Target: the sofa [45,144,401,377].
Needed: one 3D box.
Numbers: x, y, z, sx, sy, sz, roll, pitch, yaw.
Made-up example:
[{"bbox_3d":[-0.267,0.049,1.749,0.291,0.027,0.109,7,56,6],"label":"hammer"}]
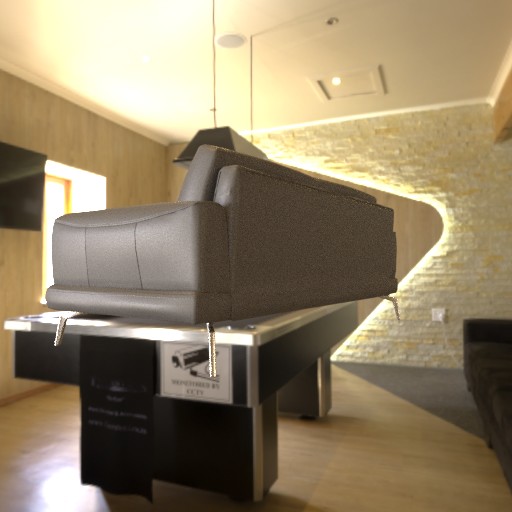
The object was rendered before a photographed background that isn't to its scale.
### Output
[{"bbox_3d":[0.000,0.000,2.748,1.121,0.930,2.177,-1,-1,37],"label":"sofa"}]
